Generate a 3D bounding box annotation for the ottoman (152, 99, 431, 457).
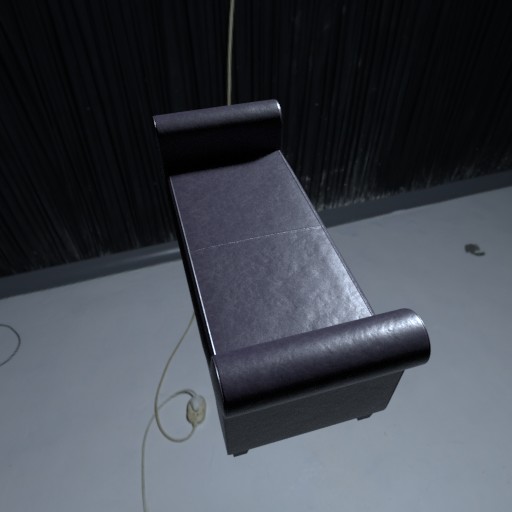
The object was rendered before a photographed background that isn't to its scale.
[{"bbox_3d":[0.000,0.000,1.572,0.521,0.547,1.256,-12,48,-11],"label":"ottoman"}]
